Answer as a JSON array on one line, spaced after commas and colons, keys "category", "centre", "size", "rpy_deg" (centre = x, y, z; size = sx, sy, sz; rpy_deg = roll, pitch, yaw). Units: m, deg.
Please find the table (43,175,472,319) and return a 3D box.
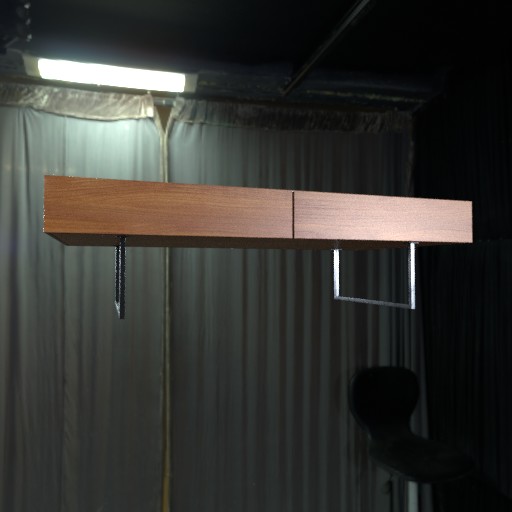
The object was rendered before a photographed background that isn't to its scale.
[{"category": "table", "centre": [0.000, 0.000, 1.453], "size": [1.194, 0.330, 0.610], "rpy_deg": [1, -2, -19]}]
